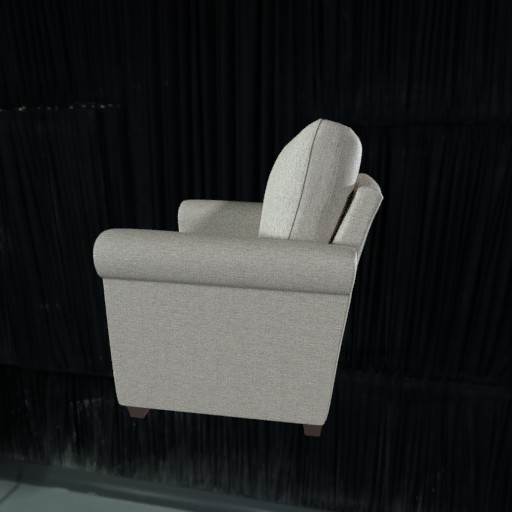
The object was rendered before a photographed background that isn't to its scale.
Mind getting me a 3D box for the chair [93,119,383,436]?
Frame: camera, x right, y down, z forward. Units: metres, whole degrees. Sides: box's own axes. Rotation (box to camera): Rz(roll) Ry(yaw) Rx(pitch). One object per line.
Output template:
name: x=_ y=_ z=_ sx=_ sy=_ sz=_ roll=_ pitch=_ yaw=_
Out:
chair: x=0.000 y=0.000 z=2.362 sx=1.180 sy=1.349 sz=1.275 roll=2 pitch=14 yaw=9
